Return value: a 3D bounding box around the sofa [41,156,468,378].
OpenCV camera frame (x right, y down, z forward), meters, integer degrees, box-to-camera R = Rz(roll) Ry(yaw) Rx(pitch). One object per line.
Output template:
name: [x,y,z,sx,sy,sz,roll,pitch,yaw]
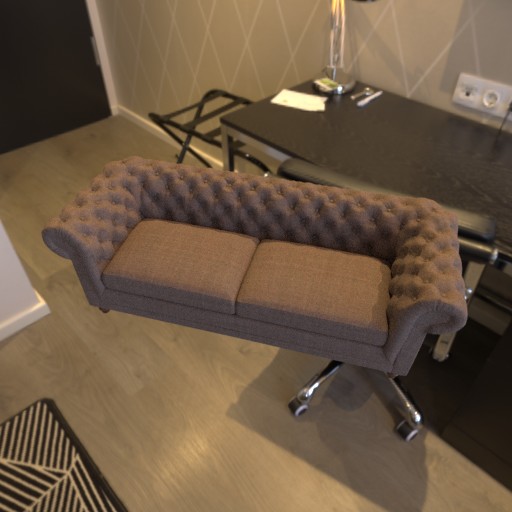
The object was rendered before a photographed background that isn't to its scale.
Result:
sofa: [0.000,0.000,2.873,2.385,0.787,0.944,10,43,11]
